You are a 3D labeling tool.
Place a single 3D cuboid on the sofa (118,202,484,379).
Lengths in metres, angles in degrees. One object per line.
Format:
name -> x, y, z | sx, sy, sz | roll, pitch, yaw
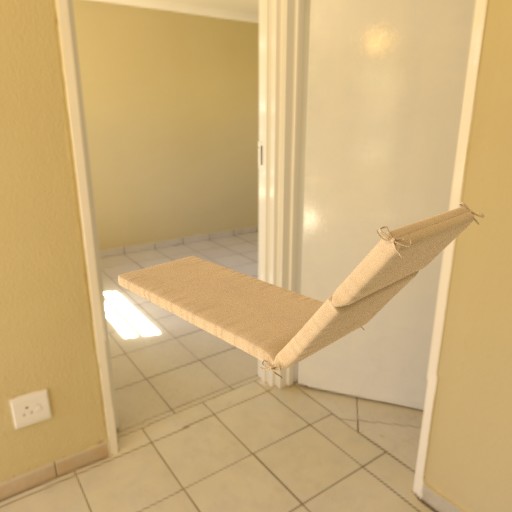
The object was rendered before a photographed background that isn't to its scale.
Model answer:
sofa -> 0.000, 0.000, 1.962 | 0.582, 0.622, 1.663 | -16, 24, -42
